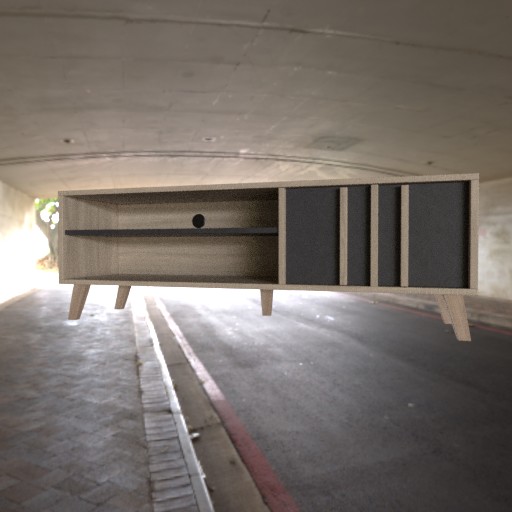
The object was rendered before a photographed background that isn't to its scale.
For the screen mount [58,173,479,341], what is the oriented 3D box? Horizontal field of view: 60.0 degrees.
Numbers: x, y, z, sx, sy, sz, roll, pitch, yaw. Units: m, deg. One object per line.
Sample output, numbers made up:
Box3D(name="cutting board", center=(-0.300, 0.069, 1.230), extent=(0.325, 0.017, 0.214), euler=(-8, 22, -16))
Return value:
Box3D(name="screen mount", center=(0.000, 0.000, 1.725), extent=(1.500, 0.509, 0.401), euler=(0, 1, 16))
